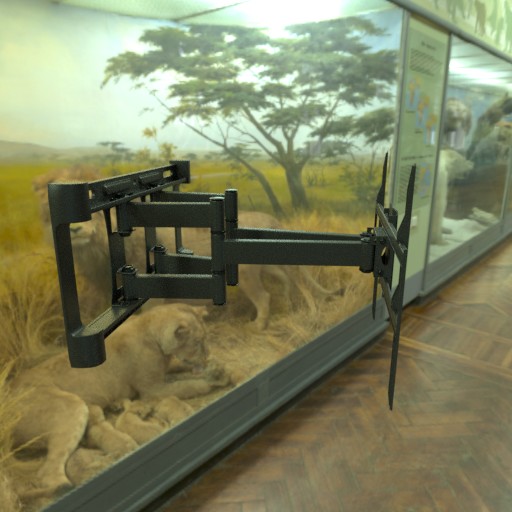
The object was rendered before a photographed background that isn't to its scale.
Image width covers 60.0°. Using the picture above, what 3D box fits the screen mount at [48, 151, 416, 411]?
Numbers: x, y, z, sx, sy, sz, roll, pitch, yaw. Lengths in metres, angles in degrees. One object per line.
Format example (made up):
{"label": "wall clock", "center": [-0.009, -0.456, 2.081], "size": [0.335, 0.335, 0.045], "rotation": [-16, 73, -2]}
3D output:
{"label": "screen mount", "center": [0.000, 0.000, 0.946], "size": [0.556, 0.424, 0.571], "rotation": [3, 16, 10]}
